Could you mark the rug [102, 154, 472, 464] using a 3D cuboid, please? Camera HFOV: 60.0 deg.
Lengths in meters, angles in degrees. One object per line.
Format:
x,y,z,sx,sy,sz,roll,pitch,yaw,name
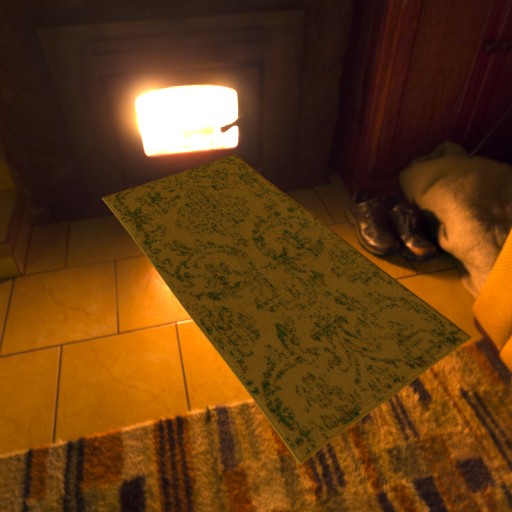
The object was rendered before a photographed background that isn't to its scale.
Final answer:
0.000,0.000,1.460,0.605,0.007,1.220,-25,48,-25,rug
